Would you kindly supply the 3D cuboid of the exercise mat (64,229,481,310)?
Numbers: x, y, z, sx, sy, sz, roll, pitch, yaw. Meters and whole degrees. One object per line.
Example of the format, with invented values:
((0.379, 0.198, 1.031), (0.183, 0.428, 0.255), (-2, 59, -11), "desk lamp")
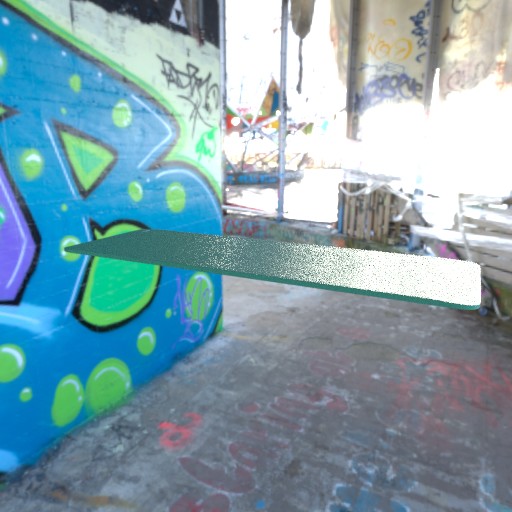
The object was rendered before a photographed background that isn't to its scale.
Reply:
((0.000, 0.000, 2.052), (1.869, 0.021, 0.616), (7, 15, 26), "exercise mat")
